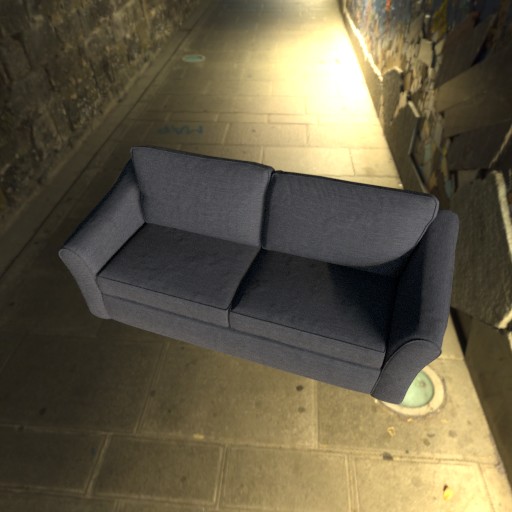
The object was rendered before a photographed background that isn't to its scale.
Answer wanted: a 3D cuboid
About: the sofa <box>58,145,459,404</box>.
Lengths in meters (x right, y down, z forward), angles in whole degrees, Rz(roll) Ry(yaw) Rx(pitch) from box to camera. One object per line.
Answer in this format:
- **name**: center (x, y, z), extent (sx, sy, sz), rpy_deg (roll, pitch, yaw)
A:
- **sofa**: center (0.000, 0.000, 2.782), extent (2.270, 0.950, 0.971), rpy_deg (13, 42, 15)
